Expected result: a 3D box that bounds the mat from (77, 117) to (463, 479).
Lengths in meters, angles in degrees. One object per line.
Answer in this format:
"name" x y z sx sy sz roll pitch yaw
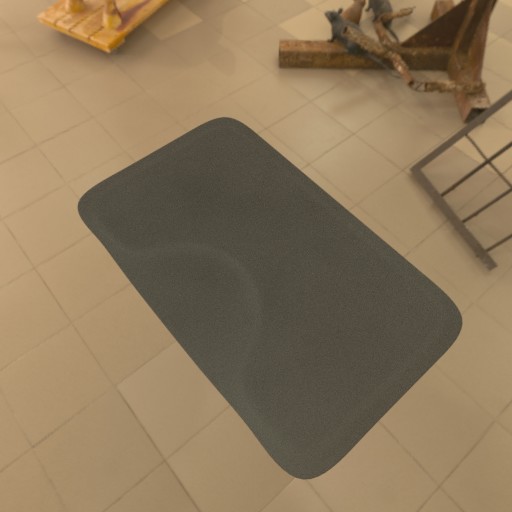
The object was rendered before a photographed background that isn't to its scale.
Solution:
"mat" 0.000 0.000 1.825 0.918 0.013 1.524 -36 66 -19
